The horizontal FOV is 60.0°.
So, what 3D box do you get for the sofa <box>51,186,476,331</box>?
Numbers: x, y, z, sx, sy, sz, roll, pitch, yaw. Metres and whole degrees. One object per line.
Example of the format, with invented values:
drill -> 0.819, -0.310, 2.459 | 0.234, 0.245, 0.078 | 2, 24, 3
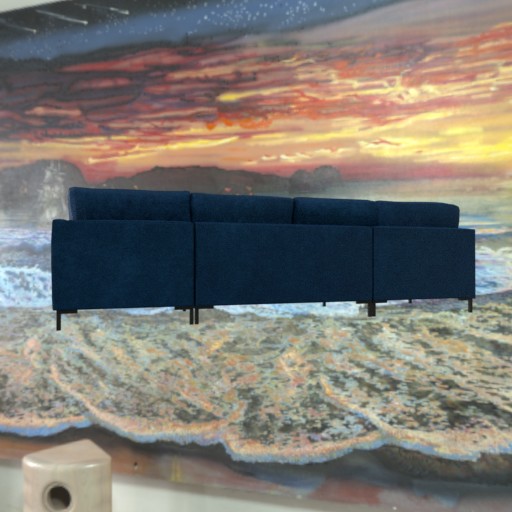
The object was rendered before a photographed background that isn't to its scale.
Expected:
sofa -> 0.000, 0.000, 4.337 | 3.434, 0.992, 2.055 | 0, -1, -17
